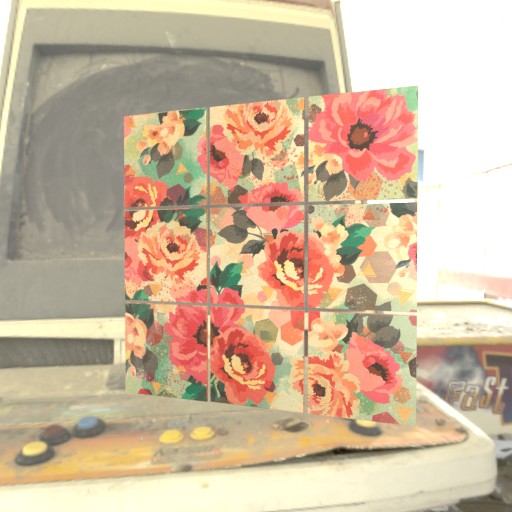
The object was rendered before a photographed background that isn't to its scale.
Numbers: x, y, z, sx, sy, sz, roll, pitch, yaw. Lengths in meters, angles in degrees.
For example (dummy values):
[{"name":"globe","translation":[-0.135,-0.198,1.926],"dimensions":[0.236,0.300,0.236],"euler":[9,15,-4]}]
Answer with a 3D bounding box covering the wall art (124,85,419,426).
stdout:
[{"name":"wall art","translation":[0.000,0.000,1.777],"dimensions":[1.216,1.220,0.013],"euler":[0,1,18]}]
